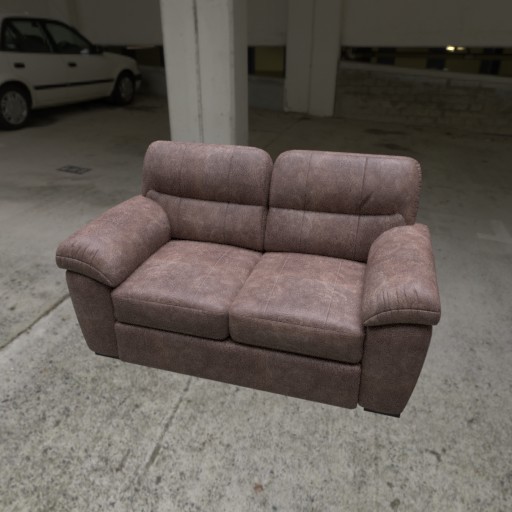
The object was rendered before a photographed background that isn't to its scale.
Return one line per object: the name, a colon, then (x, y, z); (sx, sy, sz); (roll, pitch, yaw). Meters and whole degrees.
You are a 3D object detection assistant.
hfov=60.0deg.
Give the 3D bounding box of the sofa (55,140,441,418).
sofa: (0.000, 0.000, 2.348); (1.753, 0.991, 0.991); (7, 27, 15)
